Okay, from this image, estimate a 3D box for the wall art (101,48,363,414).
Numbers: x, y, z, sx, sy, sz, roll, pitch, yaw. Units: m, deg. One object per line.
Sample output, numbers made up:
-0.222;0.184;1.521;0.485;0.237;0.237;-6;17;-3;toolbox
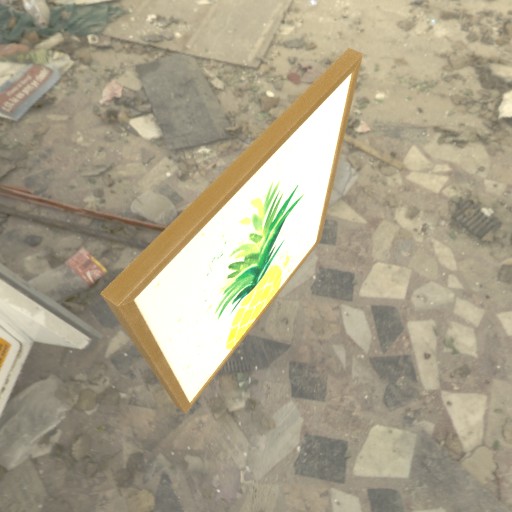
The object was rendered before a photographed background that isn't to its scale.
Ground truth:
0.000;0.000;1.159;0.037;0.760;0.762;32;64;18;wall art
